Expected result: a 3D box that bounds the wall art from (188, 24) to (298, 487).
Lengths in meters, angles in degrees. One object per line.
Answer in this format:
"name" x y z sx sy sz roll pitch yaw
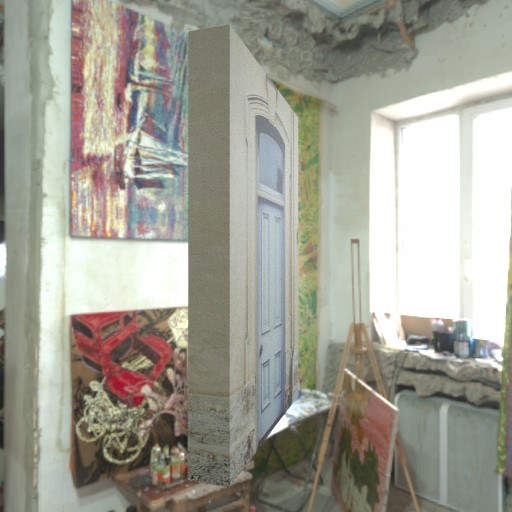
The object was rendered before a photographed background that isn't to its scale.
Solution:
"wall art" 0.000 0.000 0.490 0.038 0.381 0.254 0 0 18
